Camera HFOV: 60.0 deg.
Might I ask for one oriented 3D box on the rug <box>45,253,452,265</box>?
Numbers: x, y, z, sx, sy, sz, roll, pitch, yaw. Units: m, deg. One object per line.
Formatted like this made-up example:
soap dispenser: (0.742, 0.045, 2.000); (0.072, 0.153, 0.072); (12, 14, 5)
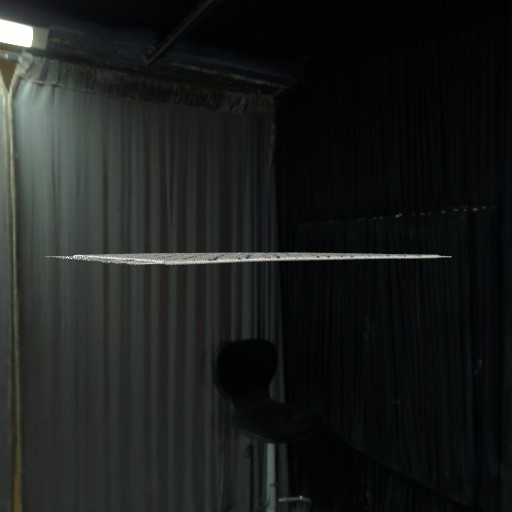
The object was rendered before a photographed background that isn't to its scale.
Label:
rug: (0.000, 0.000, 3.336); (2.615, 0.029, 1.664); (-1, 1, -36)
